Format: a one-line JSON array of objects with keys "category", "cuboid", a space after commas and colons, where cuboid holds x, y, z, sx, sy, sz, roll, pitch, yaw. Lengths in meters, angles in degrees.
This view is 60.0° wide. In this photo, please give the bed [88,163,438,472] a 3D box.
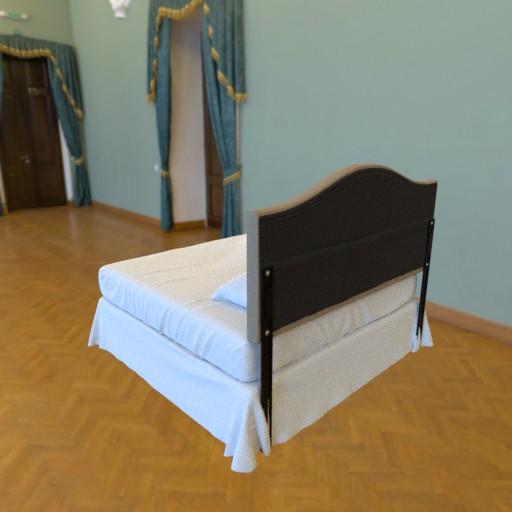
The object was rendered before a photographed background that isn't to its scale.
[{"category": "bed", "cuboid": [0.000, 0.000, 3.748, 2.311, 1.651, 2.222, -15, 22, -41]}]
